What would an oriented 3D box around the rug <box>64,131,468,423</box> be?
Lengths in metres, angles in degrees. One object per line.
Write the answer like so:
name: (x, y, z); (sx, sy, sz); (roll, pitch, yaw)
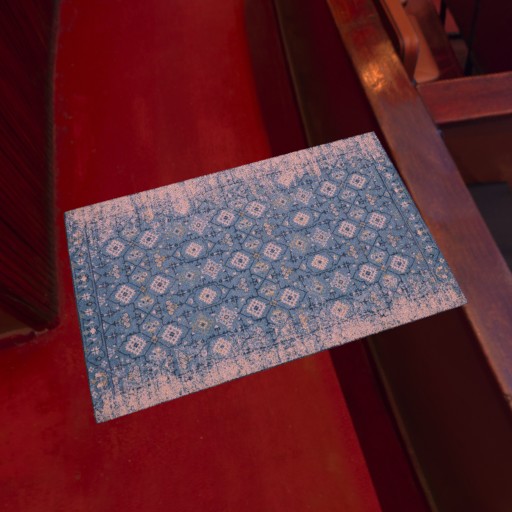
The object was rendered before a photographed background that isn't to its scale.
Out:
rug: (0.000, 0.000, 2.227); (1.795, 0.008, 1.102); (-16, 66, -7)
